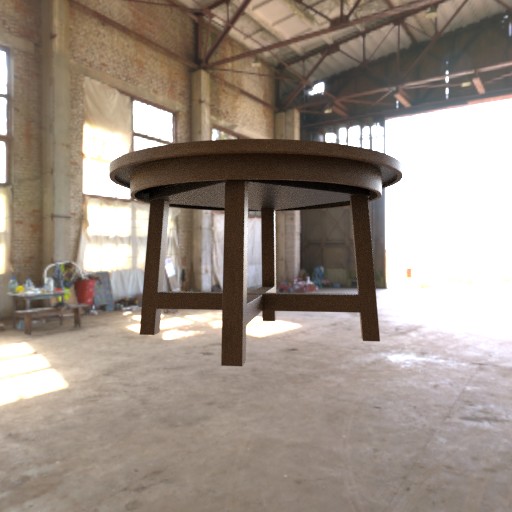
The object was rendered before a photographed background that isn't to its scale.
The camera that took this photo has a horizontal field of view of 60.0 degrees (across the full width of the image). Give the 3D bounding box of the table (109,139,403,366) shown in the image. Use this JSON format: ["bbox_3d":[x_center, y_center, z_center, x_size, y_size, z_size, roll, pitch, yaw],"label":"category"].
[{"bbox_3d":[0.000,0.000,2.095,1.319,0.762,1.319,0,0,0],"label":"table"}]
